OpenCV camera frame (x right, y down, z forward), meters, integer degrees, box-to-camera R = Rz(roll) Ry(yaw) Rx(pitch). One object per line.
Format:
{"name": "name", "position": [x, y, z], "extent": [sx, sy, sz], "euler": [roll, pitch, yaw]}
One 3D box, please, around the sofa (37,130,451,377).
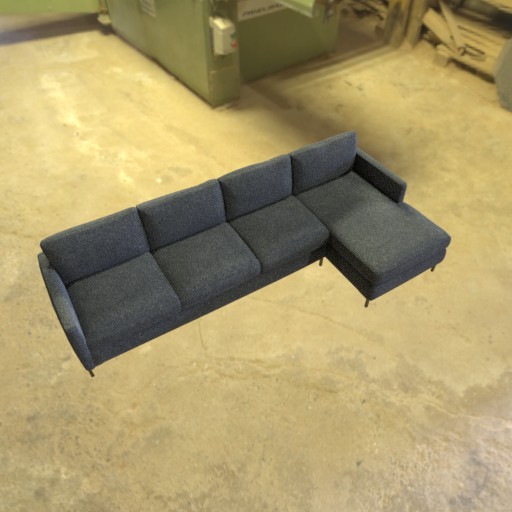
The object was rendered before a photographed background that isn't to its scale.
{"name": "sofa", "position": [0.000, 0.000, 3.436], "extent": [2.932, 0.810, 1.350], "euler": [-24, 51, -21]}
